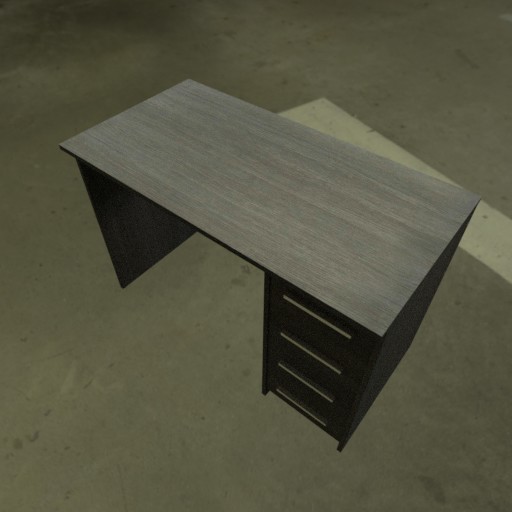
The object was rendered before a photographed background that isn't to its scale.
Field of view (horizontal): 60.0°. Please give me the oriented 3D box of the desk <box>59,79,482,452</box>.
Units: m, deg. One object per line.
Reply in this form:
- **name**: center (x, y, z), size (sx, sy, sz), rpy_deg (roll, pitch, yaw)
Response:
- **desk**: center (0.000, 0.000, 1.530), size (1.096, 0.730, 0.560), rpy_deg (30, 54, 25)
